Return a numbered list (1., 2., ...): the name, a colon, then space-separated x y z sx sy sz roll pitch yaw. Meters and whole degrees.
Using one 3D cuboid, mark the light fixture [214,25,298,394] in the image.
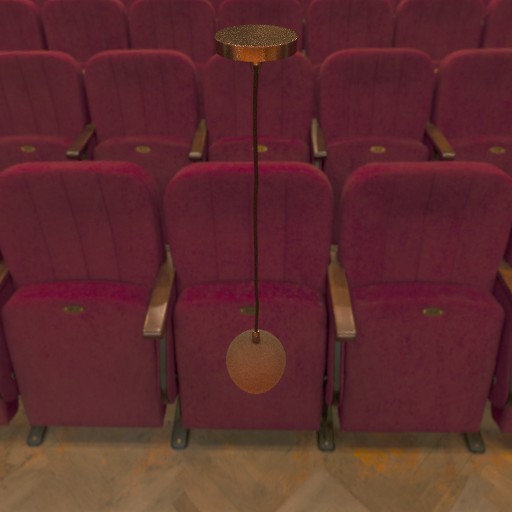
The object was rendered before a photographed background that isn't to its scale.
1. light fixture: 0.000 0.000 0.831 0.139 0.764 0.139 1 40 1
